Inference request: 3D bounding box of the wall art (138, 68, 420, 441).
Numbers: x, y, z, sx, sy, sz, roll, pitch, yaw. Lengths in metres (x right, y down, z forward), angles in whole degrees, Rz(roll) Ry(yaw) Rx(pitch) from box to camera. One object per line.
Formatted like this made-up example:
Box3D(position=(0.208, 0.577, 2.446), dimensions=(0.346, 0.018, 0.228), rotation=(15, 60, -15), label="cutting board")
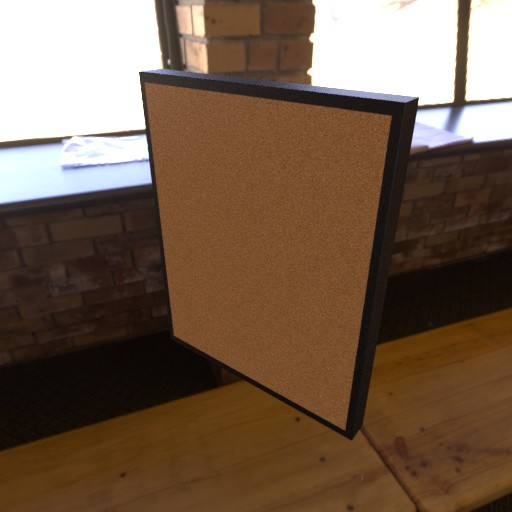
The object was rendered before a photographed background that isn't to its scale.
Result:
Box3D(position=(0.000, 0.000, 0.500), dimensions=(0.294, 0.369, 0.030), rotation=(20, 35, 32), label="wall art")
